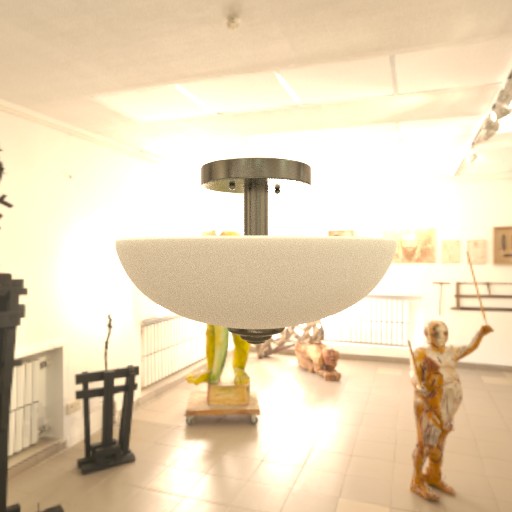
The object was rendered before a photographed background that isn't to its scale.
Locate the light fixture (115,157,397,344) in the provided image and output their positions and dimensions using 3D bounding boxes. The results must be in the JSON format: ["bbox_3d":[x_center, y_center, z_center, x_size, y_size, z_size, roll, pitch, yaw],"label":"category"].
[{"bbox_3d":[0.000,0.000,0.544,0.330,0.214,0.330,0,1,0],"label":"light fixture"}]
